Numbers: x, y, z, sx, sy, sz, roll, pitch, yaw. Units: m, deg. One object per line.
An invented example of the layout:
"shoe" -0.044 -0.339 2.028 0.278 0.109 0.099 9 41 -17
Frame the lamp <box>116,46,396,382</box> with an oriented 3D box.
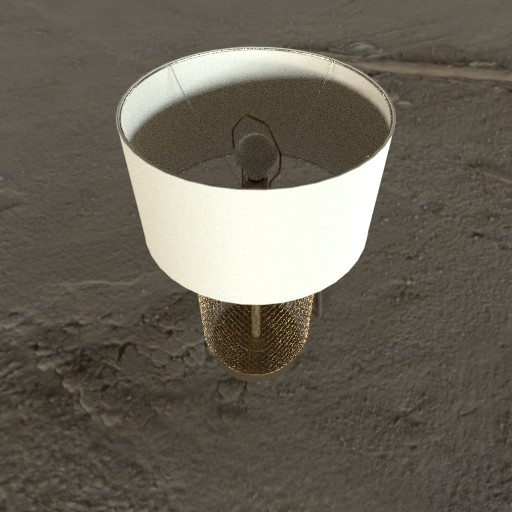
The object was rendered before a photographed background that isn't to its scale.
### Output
"lamp" 0.000 0.000 0.781 0.353 0.578 0.353 0 47 0
